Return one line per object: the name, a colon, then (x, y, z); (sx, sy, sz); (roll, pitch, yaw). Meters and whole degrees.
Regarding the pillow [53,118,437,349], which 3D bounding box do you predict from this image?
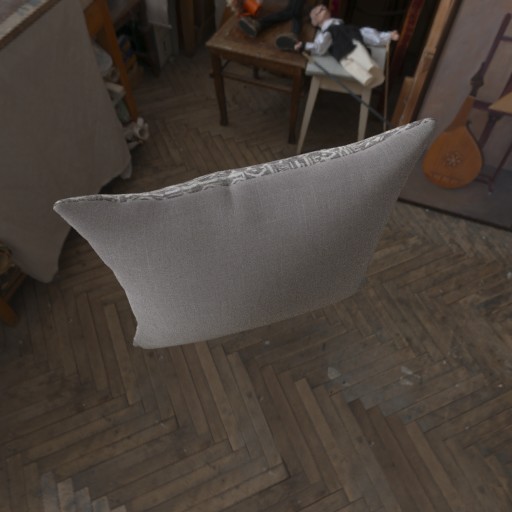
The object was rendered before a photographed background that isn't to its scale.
pillow: (0.000, 0.000, 0.792); (0.546, 0.487, 0.180); (-15, 59, -9)
